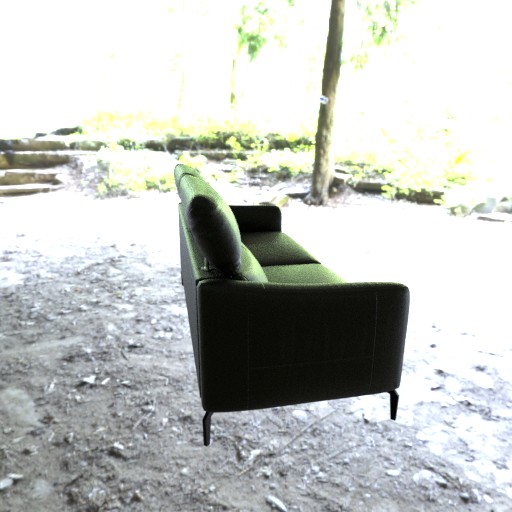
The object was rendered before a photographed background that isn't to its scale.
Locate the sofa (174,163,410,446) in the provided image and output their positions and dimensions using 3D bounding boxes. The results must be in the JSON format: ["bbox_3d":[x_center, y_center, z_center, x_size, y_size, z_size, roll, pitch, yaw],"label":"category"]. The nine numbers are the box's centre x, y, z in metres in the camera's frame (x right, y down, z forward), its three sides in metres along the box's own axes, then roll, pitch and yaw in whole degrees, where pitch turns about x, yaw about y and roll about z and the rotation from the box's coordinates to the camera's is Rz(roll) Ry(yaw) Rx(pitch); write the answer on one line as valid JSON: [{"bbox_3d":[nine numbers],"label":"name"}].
[{"bbox_3d":[0.000,0.000,2.564,0.856,0.957,2.069,-3,16,-11],"label":"sofa"}]
